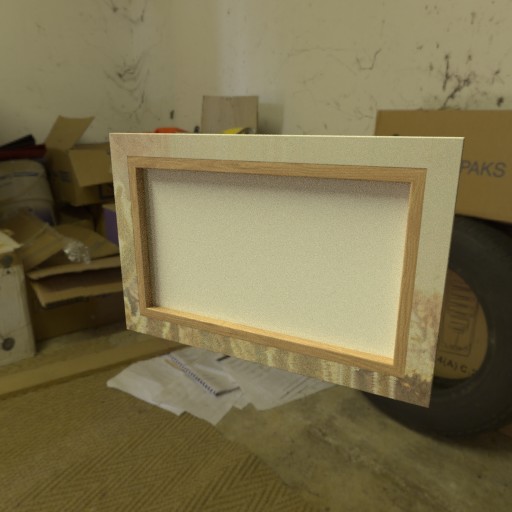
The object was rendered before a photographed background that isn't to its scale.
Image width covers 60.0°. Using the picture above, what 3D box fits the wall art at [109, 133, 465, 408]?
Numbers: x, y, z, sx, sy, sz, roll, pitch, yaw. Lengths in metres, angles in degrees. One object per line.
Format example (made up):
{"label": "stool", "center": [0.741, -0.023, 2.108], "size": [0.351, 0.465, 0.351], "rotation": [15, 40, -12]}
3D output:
{"label": "wall art", "center": [0.000, 0.000, 1.438], "size": [1.142, 0.758, 0.041], "rotation": [8, 19, 26]}
